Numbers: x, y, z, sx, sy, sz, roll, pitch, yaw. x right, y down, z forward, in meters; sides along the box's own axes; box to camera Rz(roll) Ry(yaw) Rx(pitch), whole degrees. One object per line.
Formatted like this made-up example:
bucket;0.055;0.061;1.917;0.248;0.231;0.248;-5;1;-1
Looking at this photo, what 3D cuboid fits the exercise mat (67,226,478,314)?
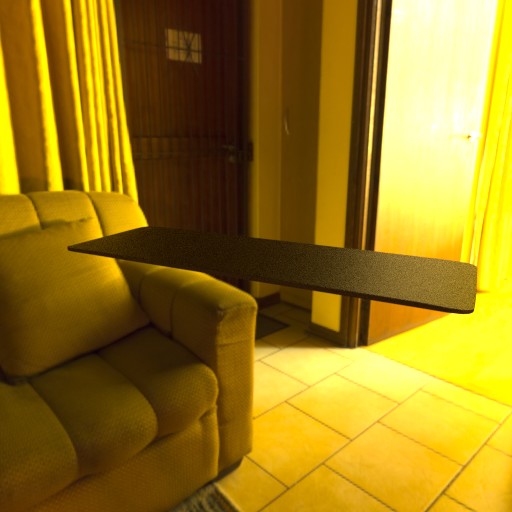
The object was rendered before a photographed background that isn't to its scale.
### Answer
exercise mat;0.000;0.000;2.077;1.869;0.021;0.616;8;17;26
